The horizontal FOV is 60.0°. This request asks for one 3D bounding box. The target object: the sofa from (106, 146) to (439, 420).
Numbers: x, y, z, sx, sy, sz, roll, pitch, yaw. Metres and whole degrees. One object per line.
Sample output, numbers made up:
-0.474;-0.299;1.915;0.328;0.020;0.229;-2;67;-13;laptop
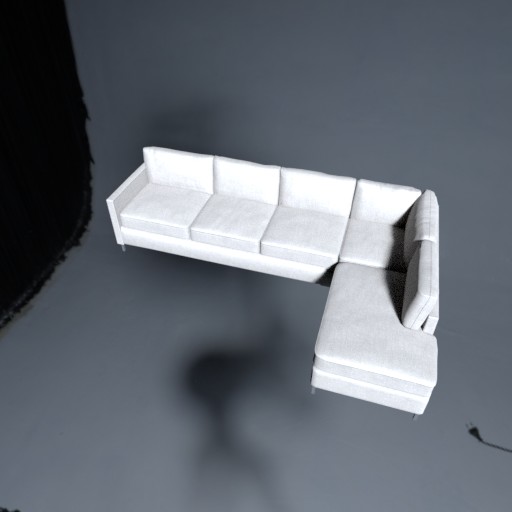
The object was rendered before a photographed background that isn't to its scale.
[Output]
0.000;0.000;4.281;3.331;0.964;2.077;11;42;13;sofa
